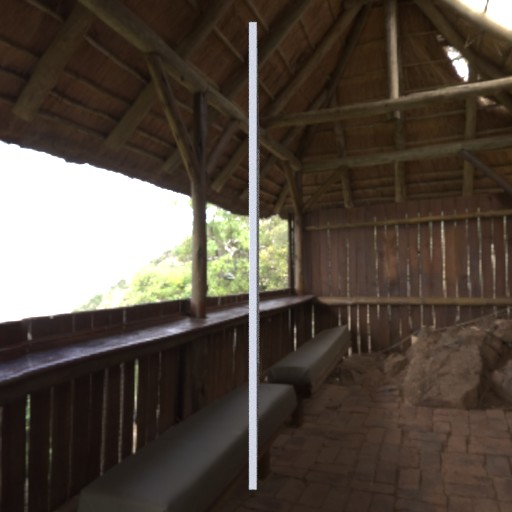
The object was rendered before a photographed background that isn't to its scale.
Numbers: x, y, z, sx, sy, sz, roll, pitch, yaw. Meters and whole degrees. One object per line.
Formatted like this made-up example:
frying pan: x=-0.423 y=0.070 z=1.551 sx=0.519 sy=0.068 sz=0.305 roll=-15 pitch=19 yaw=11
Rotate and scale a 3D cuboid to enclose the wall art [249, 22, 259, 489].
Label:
wall art: x=0.000 y=0.000 z=0.809 sx=0.009 sy=0.559 sz=0.558 roll=0 pitch=0 yaw=1
